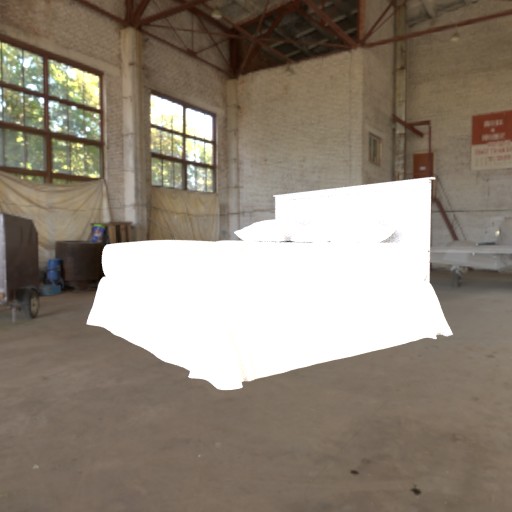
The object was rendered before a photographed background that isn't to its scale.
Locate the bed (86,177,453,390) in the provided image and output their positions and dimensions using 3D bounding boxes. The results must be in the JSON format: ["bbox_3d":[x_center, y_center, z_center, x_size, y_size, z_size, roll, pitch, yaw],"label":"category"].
[{"bbox_3d":[0.000,0.000,3.721,2.215,1.273,2.317,-2,3,-37],"label":"bed"}]
